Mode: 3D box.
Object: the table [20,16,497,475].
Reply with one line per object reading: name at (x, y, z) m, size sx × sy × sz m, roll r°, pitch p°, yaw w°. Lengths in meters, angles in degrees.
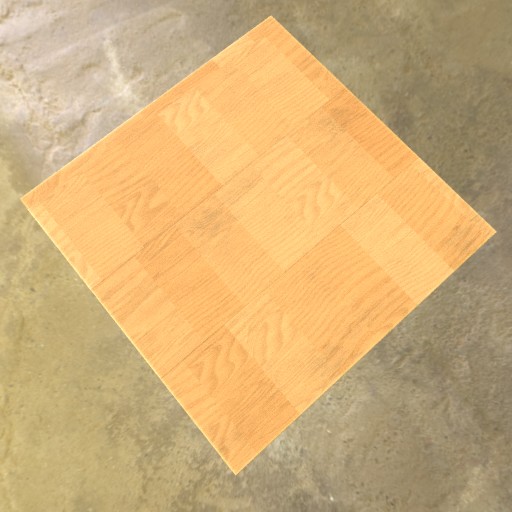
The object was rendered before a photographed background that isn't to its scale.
table at (0.000, 0.000, 1.334) m, size 0.747 × 0.738 × 0.747 m, roll -40°, pitch 79°, yaw -9°
